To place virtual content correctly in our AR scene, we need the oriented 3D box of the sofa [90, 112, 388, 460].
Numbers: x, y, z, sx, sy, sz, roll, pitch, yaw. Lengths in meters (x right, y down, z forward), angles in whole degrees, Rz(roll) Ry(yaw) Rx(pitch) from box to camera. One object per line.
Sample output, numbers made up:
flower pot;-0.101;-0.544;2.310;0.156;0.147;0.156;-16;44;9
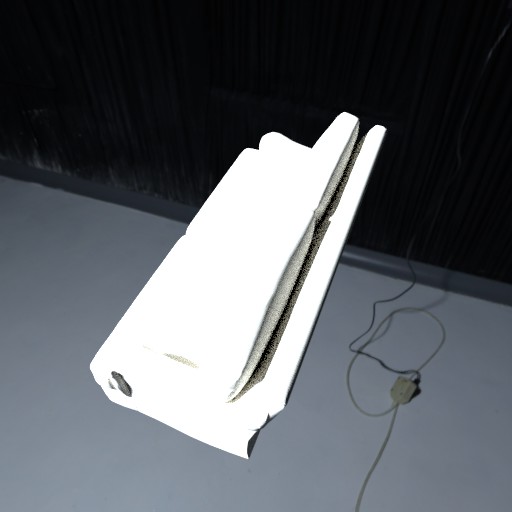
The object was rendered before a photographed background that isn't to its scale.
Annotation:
sofa;0.000;0.000;2.804;1.086;1.087;2.159;17;50;14
